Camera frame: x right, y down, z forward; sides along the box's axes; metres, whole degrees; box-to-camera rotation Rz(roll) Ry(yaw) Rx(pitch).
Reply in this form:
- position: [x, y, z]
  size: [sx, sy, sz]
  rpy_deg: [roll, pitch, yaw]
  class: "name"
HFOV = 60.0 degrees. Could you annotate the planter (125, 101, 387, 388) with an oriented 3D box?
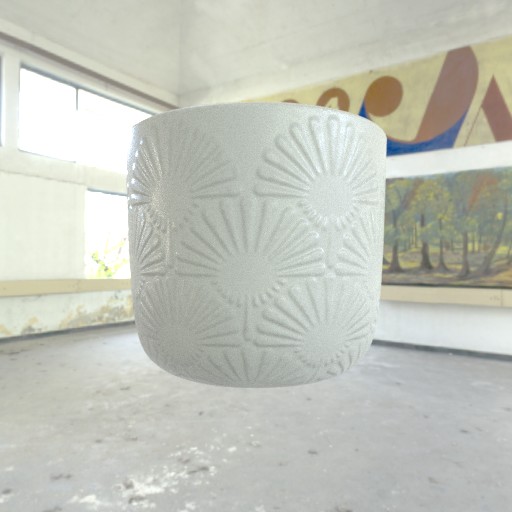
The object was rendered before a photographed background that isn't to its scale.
- position: [0.000, 0.000, 0.218]
  size: [0.124, 0.109, 0.124]
  rpy_deg: [0, -1, 0]
  class: "planter"
